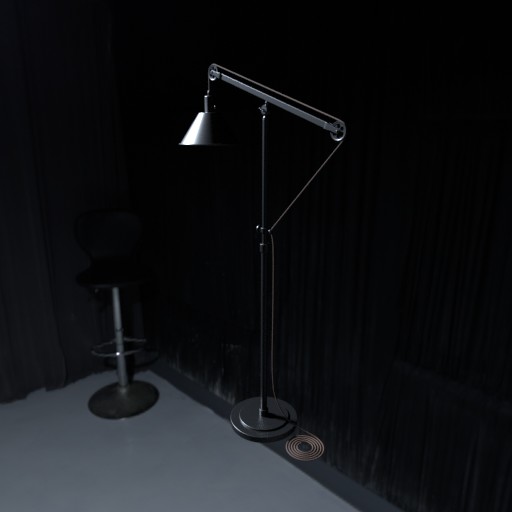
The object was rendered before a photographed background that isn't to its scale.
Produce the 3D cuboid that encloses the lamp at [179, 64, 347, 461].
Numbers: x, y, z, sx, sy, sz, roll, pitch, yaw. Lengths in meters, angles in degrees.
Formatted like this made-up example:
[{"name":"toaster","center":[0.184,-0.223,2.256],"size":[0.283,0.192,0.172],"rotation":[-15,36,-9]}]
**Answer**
[{"name":"lamp","center":[0.000,0.000,1.956],"size":[0.319,1.626,0.904],"rotation":[-14,21,-41]}]
